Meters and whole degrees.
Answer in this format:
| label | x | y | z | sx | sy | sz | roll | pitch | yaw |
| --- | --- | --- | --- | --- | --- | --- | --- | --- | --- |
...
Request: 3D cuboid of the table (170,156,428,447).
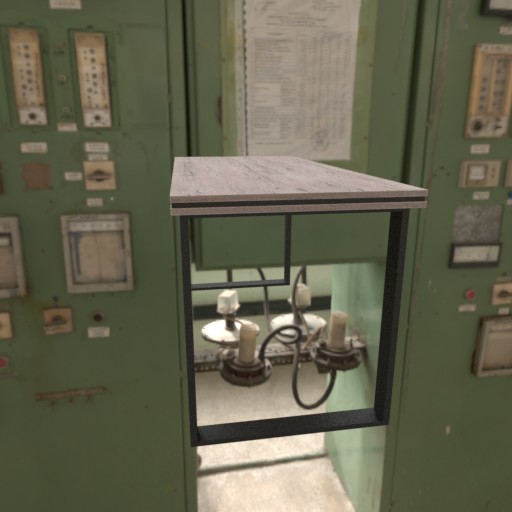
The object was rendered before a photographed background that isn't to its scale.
| label | x | y | z | sx | sy | sz | roll | pitch | yaw |
| --- | --- | --- | --- | --- | --- | --- | --- | --- | --- |
| table | 0.000 | 0.000 | 2.289 | 0.795 | 0.899 | 1.778 | -3 | 16 | -9 |
